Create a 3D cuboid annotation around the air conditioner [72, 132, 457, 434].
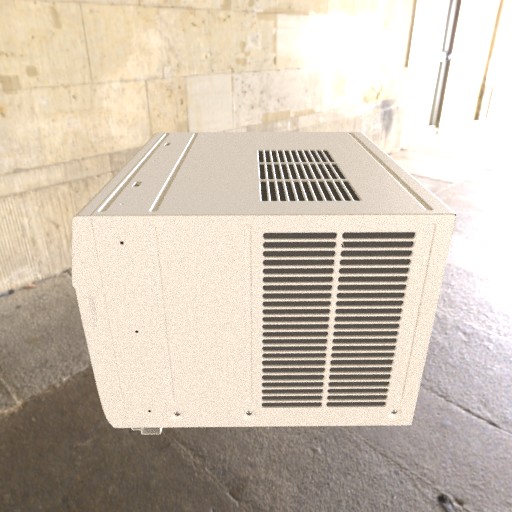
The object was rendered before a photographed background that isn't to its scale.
[{"bbox_3d":[0.000,0.000,1.047,0.599,0.455,0.645,0,26,-1],"label":"air conditioner"}]
